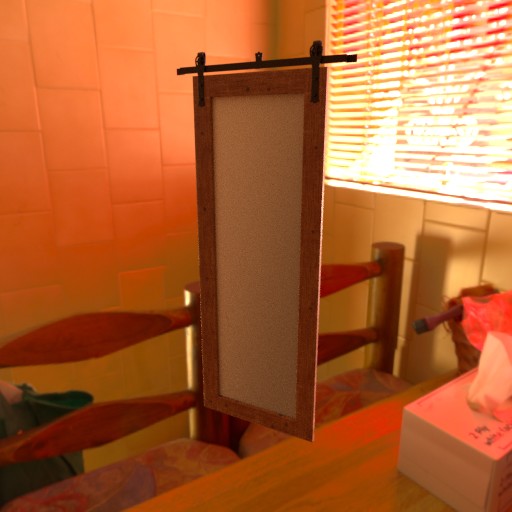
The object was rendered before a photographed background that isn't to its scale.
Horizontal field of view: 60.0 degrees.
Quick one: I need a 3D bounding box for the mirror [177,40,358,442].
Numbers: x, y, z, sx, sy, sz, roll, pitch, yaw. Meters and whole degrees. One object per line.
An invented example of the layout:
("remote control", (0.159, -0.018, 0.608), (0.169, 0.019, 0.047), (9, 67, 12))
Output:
("mirror", (0.000, 0.000, 2.070), (0.847, 1.793, 0.042), (8, 17, 27))
